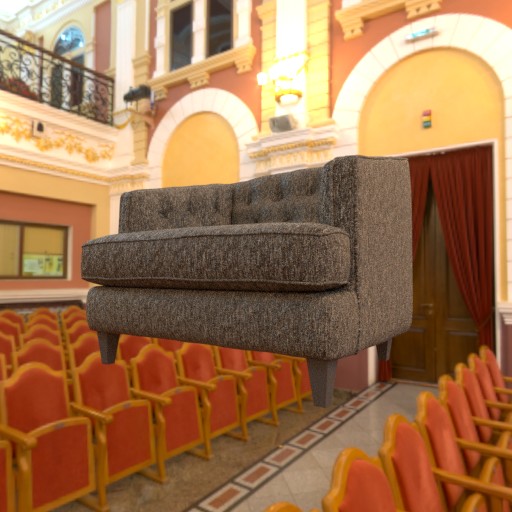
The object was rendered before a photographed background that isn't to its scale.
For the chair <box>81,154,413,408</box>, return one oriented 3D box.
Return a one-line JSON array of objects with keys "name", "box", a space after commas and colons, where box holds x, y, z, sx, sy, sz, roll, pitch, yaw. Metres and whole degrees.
[{"name": "chair", "box": [0.000, 0.000, 1.785, 1.104, 0.852, 0.941, -1, -2, 36]}]
